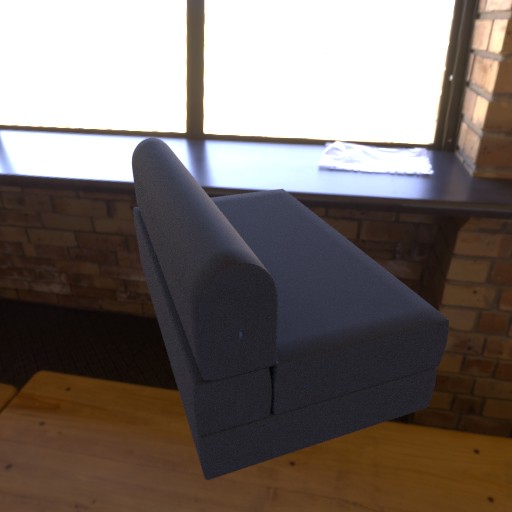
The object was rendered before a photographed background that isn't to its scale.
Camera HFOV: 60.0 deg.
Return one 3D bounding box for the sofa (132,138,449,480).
[{"bbox_3d":[0.000,0.000,1.658,0.762,0.660,1.219,-10,30,-18],"label":"sofa"}]
